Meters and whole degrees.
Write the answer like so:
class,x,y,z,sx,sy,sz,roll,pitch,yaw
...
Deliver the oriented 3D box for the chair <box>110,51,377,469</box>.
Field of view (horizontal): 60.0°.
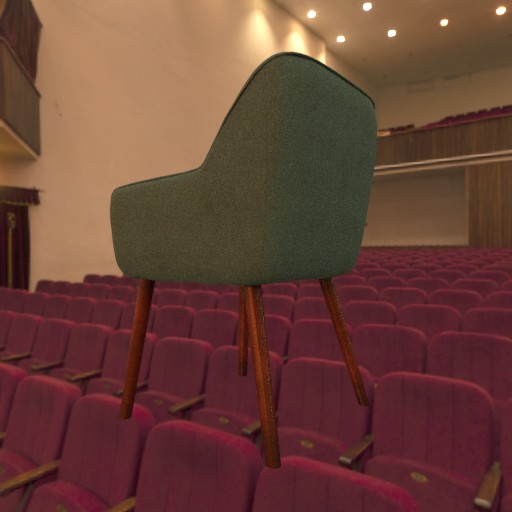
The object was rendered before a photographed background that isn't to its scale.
class,x,y,z,sx,sy,sz,roll,pitch,yaw
chair,0.000,0.000,1.147,0.519,0.803,0.543,1,1,37
